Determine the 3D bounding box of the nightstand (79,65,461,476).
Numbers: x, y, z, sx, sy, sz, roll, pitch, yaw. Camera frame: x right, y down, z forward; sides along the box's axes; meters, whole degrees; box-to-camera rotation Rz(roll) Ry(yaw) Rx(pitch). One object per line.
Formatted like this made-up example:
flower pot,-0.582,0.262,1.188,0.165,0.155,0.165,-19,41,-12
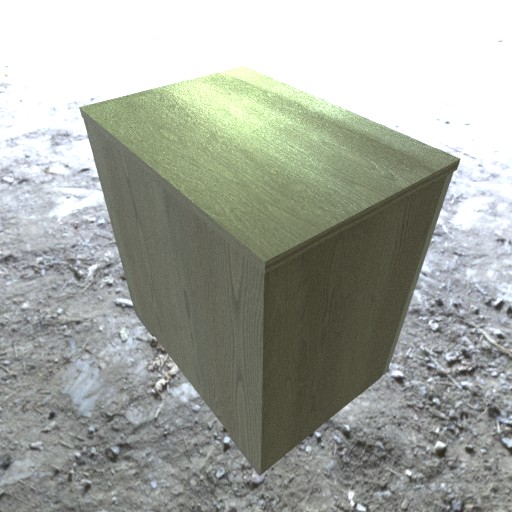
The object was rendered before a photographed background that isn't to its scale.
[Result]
nightstand,0.000,0.000,0.757,0.325,0.461,0.442,-27,48,-28
